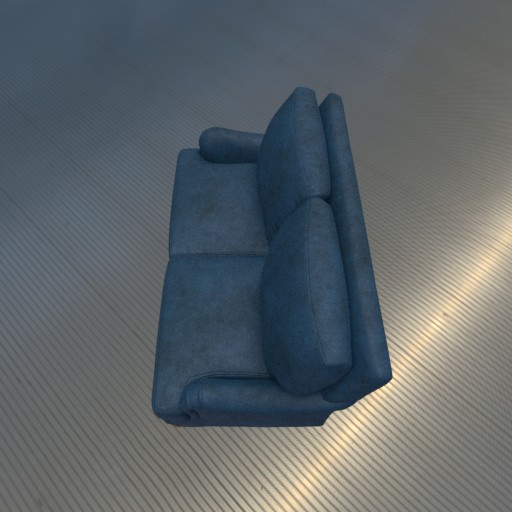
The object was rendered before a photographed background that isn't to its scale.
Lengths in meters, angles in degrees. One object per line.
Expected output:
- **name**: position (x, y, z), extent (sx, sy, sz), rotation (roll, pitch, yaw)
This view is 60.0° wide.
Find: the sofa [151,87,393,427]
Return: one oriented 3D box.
- **sofa**: position (0.000, 0.000, 2.626), extent (1.084, 1.101, 1.853), rotation (-1, 58, -1)
